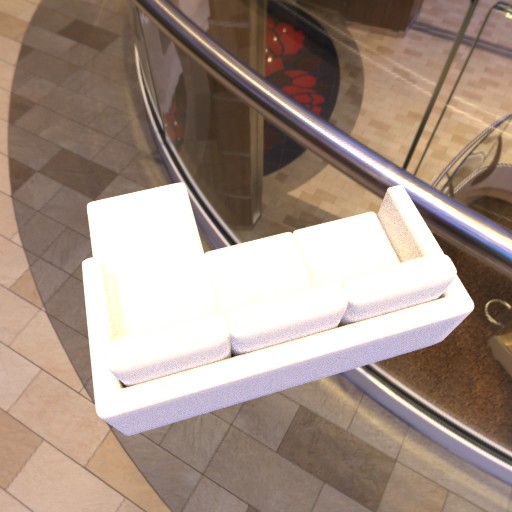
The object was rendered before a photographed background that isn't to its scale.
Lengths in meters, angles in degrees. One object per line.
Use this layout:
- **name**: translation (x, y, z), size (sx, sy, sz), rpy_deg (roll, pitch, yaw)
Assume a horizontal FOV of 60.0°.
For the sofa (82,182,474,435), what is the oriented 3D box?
- **sofa**: translation (0.000, 0.000, 2.817), size (2.029, 0.899, 1.580), rpy_deg (-14, 60, -8)
